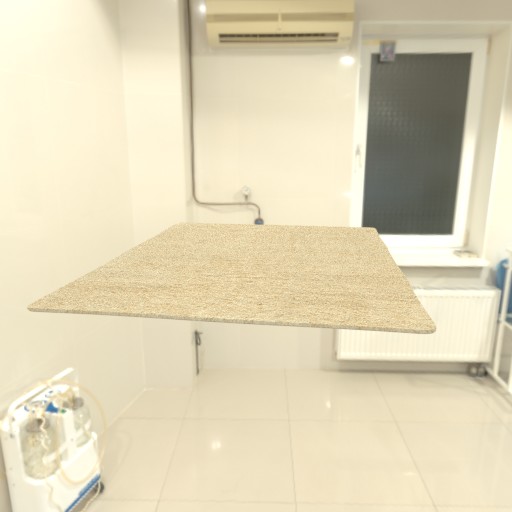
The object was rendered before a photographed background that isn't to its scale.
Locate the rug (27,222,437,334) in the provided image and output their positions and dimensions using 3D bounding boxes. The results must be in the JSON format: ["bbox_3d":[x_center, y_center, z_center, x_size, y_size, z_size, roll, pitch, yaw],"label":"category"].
[{"bbox_3d":[0.000,0.000,3.953,2.401,0.025,3.001,2,14,8],"label":"rug"}]
